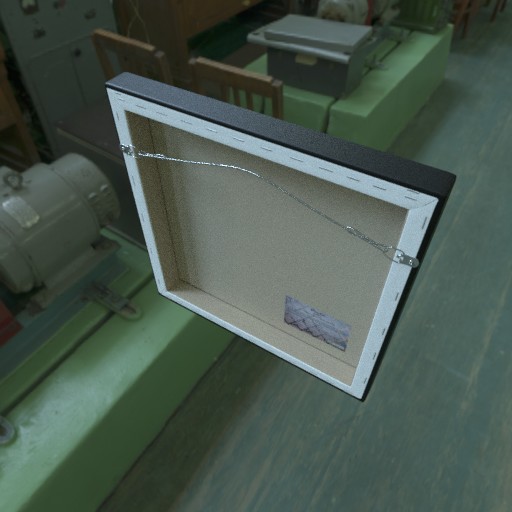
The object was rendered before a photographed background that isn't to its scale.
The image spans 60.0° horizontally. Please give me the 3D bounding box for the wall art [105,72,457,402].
[{"bbox_3d":[0.000,0.000,0.612,0.406,0.407,0.041,24,51,21],"label":"wall art"}]
